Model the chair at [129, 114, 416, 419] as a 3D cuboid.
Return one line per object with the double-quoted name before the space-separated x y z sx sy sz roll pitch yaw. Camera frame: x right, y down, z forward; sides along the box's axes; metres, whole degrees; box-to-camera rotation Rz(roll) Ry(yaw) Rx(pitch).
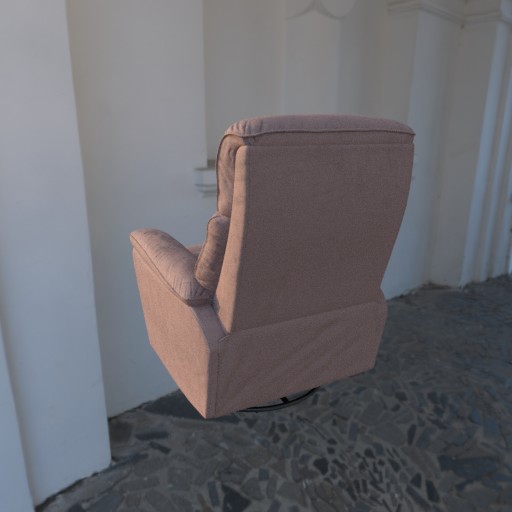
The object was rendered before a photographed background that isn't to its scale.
"chair" 0.000 0.000 1.737 0.820 1.037 1.004 -8 18 -26
